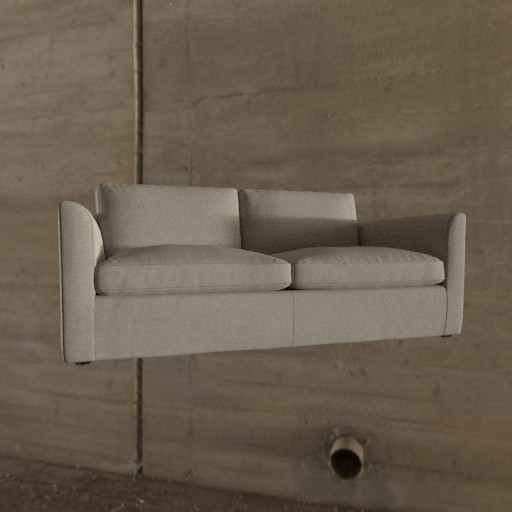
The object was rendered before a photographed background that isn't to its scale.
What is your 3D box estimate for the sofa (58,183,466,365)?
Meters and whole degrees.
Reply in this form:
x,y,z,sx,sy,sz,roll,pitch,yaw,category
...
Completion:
x,y,z,sx,sy,sz,roll,pitch,yaw,category
0.000,0.000,2.458,1.905,0.839,1.091,0,1,-18,sofa
